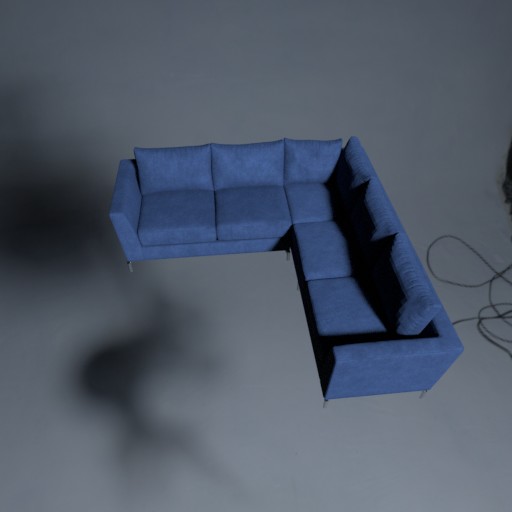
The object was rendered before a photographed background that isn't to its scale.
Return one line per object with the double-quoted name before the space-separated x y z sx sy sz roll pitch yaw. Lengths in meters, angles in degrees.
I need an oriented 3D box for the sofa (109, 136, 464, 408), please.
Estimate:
"sofa" 0.000 0.000 3.807 2.472 0.988 2.463 -4 45 -4
